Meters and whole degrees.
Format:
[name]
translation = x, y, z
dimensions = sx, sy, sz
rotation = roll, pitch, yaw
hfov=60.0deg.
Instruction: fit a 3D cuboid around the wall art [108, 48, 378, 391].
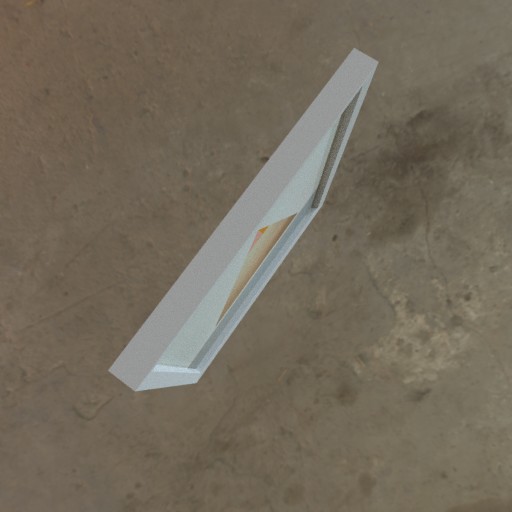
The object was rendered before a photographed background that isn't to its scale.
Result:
[wall art]
translation = 0.000, 0.000, 1.977
dimensions = 0.098, 1.291, 1.289
rotation = 34, 78, 9
